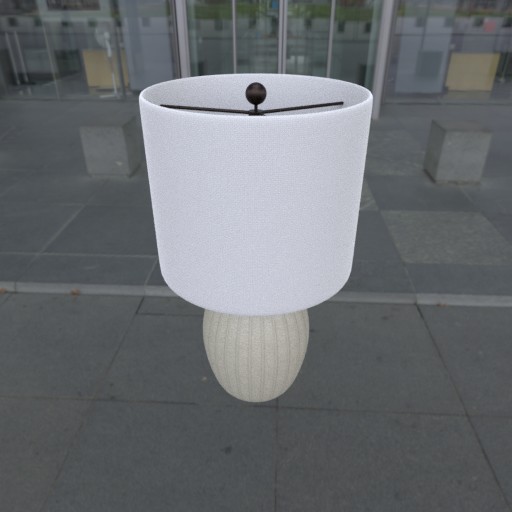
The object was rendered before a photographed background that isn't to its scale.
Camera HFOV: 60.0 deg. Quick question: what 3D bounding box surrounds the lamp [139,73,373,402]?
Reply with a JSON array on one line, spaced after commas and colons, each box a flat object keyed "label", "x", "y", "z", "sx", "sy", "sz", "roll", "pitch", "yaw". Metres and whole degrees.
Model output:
[{"label": "lamp", "x": 0.000, "y": 0.000, "z": 0.773, "sx": 0.329, "sy": 0.570, "sz": 0.329, "roll": 9, "pitch": 32, "yaw": 15}]
